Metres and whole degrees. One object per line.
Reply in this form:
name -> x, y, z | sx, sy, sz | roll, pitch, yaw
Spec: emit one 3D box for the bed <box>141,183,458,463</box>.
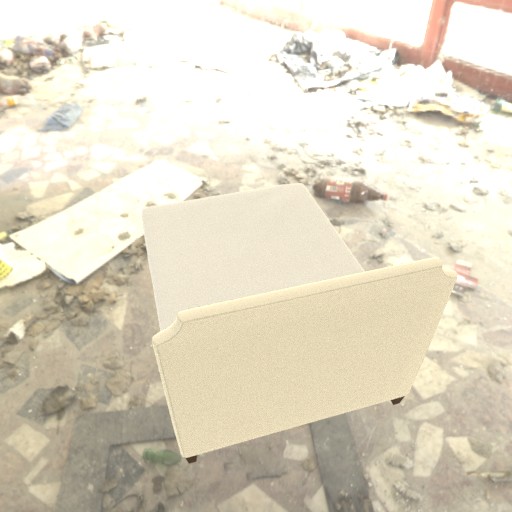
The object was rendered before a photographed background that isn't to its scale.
bed -> 0.000, 0.000, 3.541 | 1.712, 1.497, 2.372 | -11, 42, -12
